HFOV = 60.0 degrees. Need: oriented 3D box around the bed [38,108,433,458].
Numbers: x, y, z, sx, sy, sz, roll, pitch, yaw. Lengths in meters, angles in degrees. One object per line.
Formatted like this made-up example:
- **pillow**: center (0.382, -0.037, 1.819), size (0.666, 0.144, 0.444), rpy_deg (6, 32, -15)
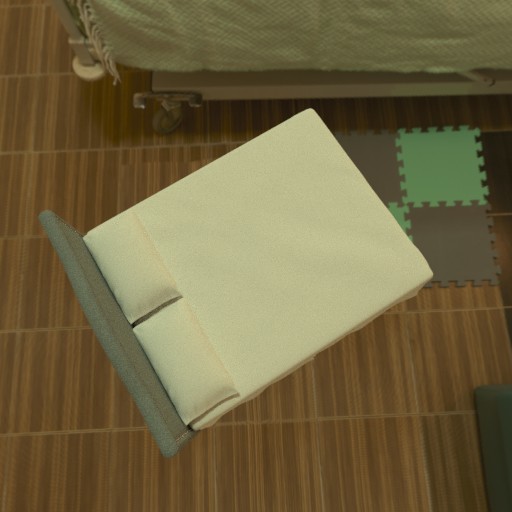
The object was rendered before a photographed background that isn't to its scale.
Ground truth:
- **bed**: center (0.000, 0.000, 3.957), size (2.689, 1.457, 2.161), rpy_deg (-31, 78, -7)
